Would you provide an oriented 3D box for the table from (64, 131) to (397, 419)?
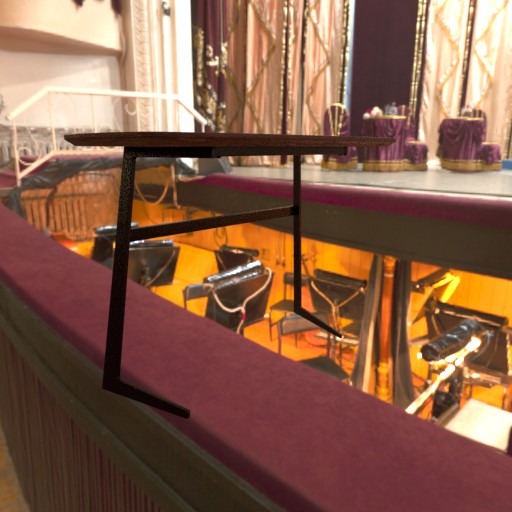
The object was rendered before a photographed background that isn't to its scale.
[{"bbox_3d":[0.000,0.000,1.109,0.361,0.576,0.804,13,19,43],"label":"table"}]
